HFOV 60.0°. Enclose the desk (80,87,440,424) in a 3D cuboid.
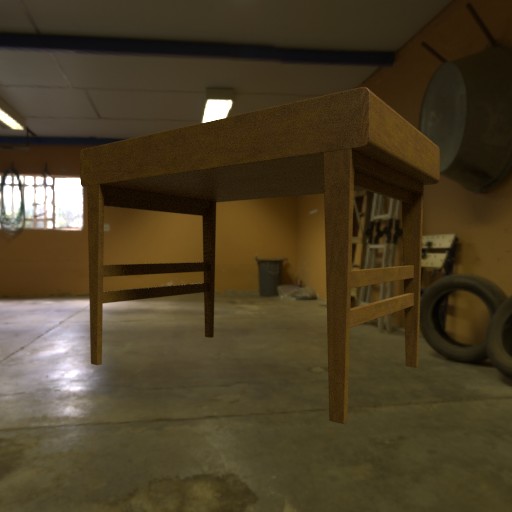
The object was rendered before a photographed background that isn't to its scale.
[{"bbox_3d":[0.000,0.000,1.546,1.066,0.754,0.660,0,1,35],"label":"desk"}]
